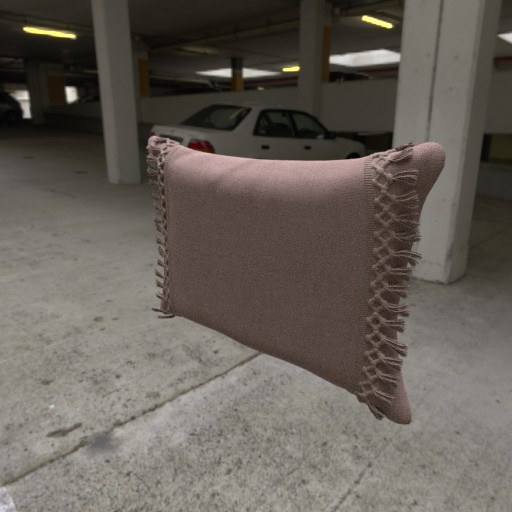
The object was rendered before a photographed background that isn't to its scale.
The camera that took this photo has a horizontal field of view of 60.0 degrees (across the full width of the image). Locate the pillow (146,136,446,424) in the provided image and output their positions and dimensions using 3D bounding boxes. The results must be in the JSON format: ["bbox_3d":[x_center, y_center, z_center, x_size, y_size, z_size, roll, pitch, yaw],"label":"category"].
[{"bbox_3d":[0.000,0.000,0.588,0.466,0.305,0.084,15,22,41],"label":"pillow"}]
